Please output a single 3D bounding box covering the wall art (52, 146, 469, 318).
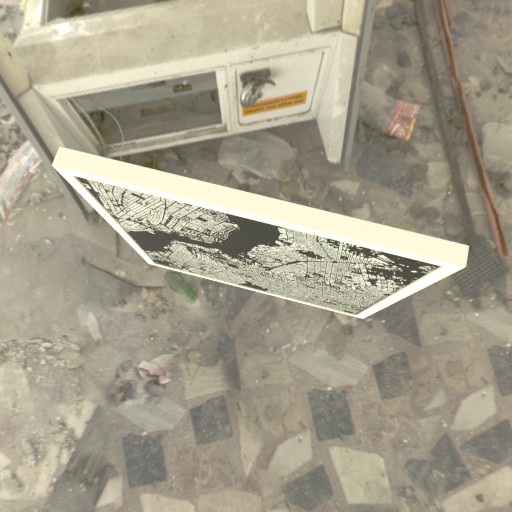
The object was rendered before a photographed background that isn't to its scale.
[{"bbox_3d":[0.000,0.000,1.161,0.761,0.762,0.050,14,76,4],"label":"wall art"}]
